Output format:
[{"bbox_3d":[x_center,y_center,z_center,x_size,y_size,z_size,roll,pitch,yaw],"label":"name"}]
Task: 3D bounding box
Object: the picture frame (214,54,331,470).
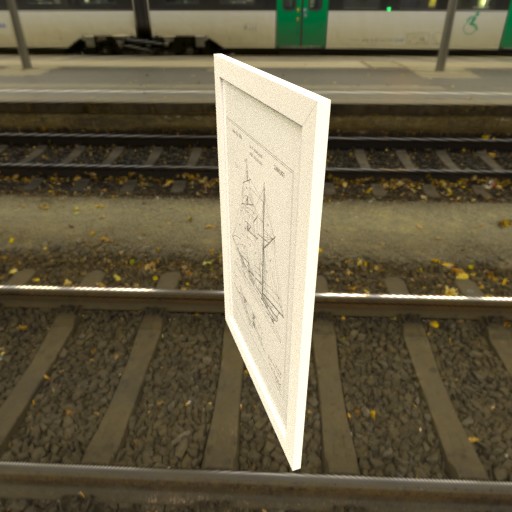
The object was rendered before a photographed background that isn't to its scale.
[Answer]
[{"bbox_3d":[0.000,0.000,0.589,0.011,0.459,0.326,-10,32,-16],"label":"picture frame"}]
